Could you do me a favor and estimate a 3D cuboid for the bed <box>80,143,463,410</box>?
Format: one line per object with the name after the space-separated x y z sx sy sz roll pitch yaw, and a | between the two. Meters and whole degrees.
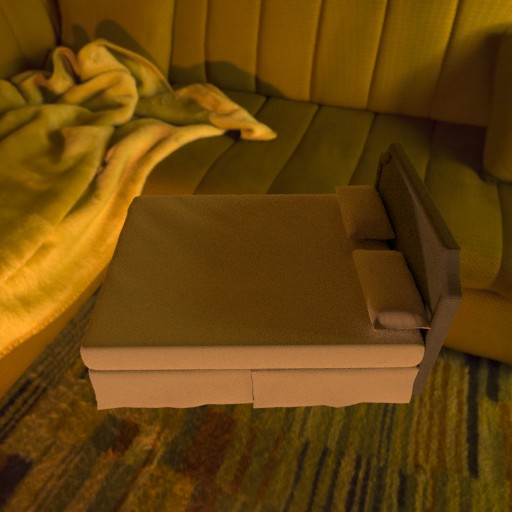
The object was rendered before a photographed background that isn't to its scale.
0.000 0.000 3.609 2.464 1.306 1.977 0 41 -1 | bed
